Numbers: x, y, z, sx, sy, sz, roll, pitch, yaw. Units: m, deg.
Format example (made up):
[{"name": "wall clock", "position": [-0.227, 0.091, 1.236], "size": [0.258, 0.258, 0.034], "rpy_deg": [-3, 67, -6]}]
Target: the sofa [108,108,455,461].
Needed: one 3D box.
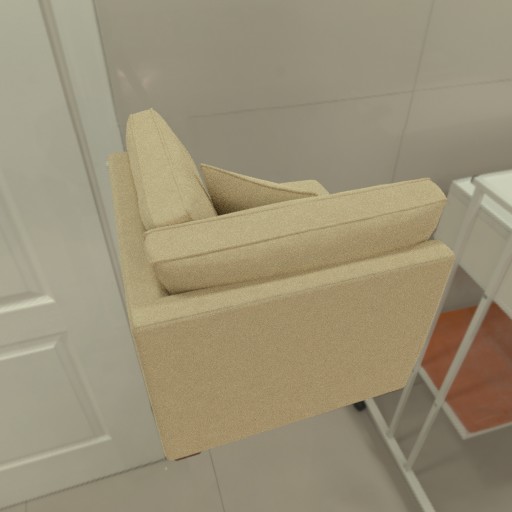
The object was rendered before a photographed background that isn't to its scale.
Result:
[{"name": "sofa", "position": [0.000, 0.000, 1.947], "size": [1.084, 1.002, 1.146], "rpy_deg": [-12, 41, -14]}]
